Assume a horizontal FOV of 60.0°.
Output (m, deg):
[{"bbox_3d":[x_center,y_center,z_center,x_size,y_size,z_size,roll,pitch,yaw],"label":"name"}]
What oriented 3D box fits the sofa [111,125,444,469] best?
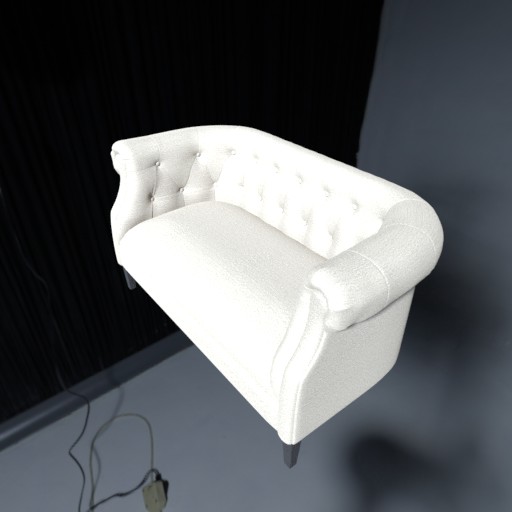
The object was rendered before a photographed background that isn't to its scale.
[{"bbox_3d":[0.000,0.000,2.024,0.835,0.827,1.558,-23,40,-31],"label":"sofa"}]
